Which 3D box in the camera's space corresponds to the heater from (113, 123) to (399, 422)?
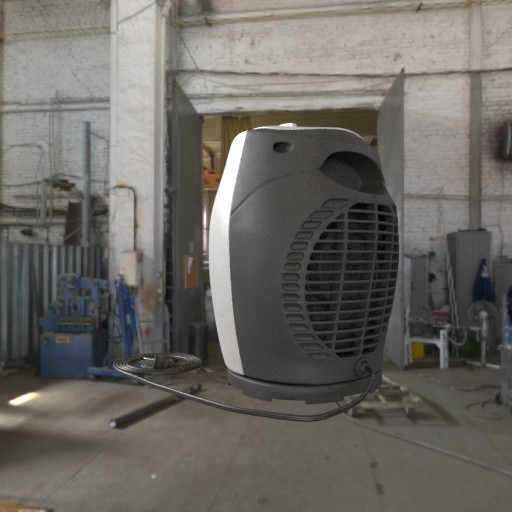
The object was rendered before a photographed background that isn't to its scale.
[{"bbox_3d":[0.000,0.000,0.478,0.239,0.255,0.291,0,-1,-37],"label":"heater"}]
